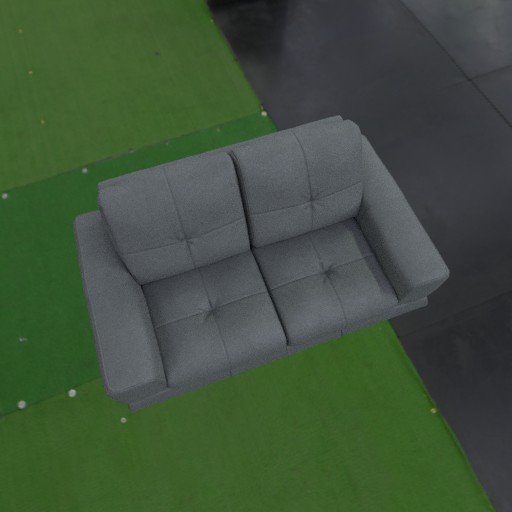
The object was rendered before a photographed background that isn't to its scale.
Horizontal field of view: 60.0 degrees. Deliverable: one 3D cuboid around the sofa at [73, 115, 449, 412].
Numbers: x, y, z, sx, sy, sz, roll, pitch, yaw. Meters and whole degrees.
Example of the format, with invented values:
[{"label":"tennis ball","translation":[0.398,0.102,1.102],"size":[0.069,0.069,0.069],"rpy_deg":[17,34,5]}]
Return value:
[{"label":"sofa","translation":[0.000,0.000,2.395],"size":[1.806,0.907,1.018],"rpy_deg":[-18,65,-9]}]
